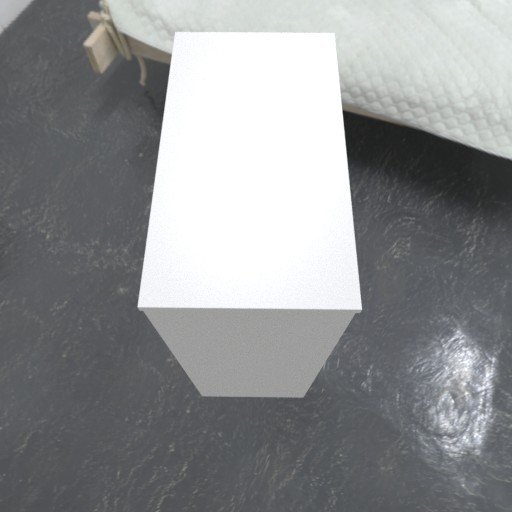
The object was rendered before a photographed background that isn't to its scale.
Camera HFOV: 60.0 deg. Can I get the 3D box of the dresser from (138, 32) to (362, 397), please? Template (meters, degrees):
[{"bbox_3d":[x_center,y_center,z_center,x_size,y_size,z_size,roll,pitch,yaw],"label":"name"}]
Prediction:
[{"bbox_3d":[0.000,0.000,1.375,0.401,1.021,0.704,1,64,0],"label":"dresser"}]
